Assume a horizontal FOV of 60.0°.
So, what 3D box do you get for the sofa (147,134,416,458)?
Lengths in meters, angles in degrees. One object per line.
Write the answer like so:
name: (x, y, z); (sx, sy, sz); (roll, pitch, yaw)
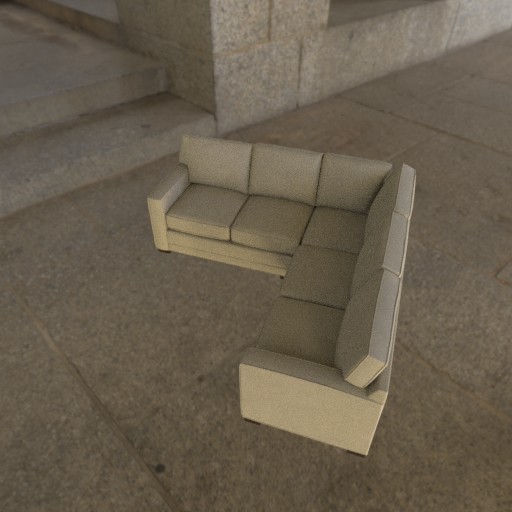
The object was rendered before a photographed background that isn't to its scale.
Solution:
sofa: (0.000, 0.000, 3.461); (2.188, 0.936, 2.211); (12, 41, 14)
